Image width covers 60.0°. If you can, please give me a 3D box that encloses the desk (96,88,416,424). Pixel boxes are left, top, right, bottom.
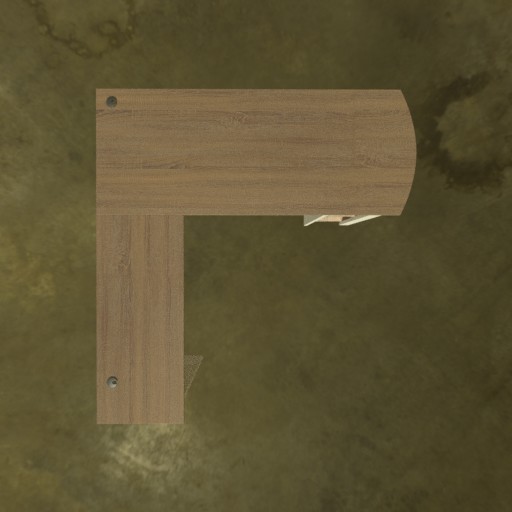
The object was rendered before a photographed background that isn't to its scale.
[{"bbox_3d":[0.000,0.000,2.159,1.303,0.716,1.361,0,90,-1],"label":"desk"}]
